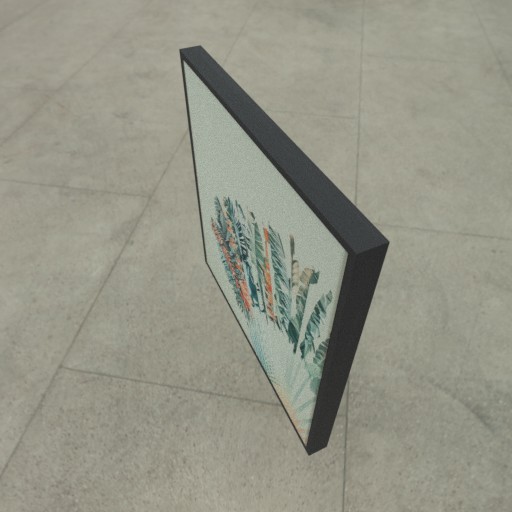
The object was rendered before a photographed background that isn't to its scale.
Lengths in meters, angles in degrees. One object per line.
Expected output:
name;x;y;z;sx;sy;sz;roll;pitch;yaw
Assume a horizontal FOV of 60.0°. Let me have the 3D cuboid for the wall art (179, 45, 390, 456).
wall art;0.000;0.000;0.750;0.037;0.507;0.509;-19;49;-17
